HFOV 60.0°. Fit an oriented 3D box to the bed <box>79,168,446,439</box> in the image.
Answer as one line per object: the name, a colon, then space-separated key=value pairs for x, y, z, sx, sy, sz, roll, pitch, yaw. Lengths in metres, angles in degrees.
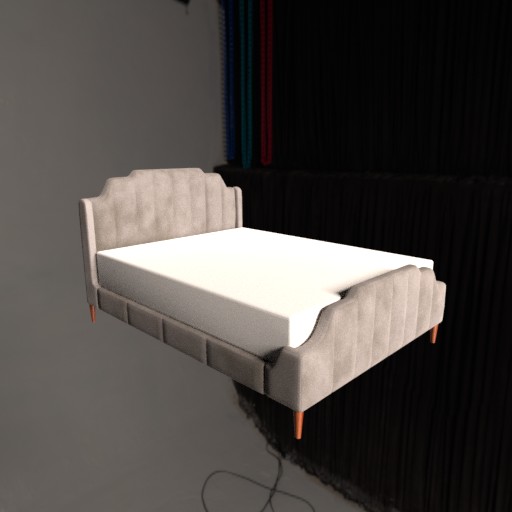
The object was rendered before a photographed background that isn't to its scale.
bed: x=0.000 y=0.000 z=3.394 sx=2.340 sy=1.245 sz=1.676 roll=13 pitch=19 yaw=43
